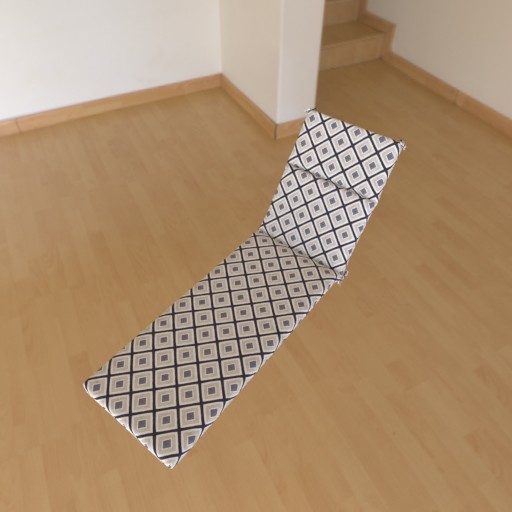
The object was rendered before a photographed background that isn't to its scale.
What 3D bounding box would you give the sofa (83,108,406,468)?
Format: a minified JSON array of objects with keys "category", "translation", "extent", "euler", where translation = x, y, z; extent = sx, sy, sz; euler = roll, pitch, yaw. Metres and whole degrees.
[{"category":"sofa","translation":[0.000,0.000,1.974],"extent":[0.582,0.622,1.663],"euler":[30,53,25]}]
